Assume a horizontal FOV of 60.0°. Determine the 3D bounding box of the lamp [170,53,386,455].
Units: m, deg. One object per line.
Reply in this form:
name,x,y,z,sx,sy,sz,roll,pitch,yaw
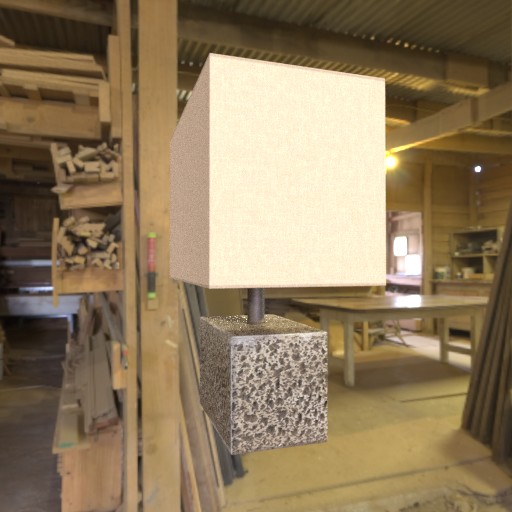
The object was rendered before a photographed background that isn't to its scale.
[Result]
lamp,0.000,0.000,0.557,0.180,0.411,0.294,0,-1,-18
